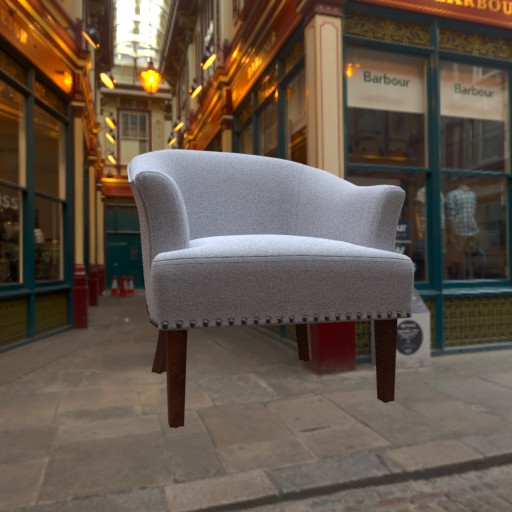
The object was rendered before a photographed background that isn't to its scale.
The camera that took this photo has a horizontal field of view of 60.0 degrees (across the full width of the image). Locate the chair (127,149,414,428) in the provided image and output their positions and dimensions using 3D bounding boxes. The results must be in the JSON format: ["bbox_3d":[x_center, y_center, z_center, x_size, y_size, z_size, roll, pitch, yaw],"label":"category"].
[{"bbox_3d":[0.000,0.000,1.430,0.798,0.815,0.704,0,0,-18],"label":"chair"}]
